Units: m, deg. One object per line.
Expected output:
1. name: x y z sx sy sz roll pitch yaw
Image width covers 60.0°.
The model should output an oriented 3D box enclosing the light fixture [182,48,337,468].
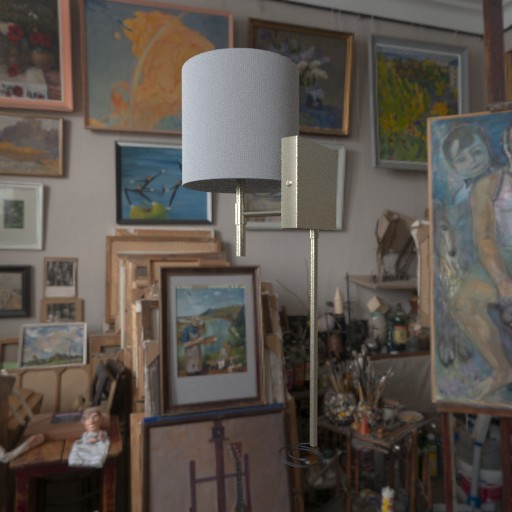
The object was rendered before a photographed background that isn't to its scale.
1. light fixture: 0.000 0.000 0.707 0.248 0.589 0.188 1 2 35
